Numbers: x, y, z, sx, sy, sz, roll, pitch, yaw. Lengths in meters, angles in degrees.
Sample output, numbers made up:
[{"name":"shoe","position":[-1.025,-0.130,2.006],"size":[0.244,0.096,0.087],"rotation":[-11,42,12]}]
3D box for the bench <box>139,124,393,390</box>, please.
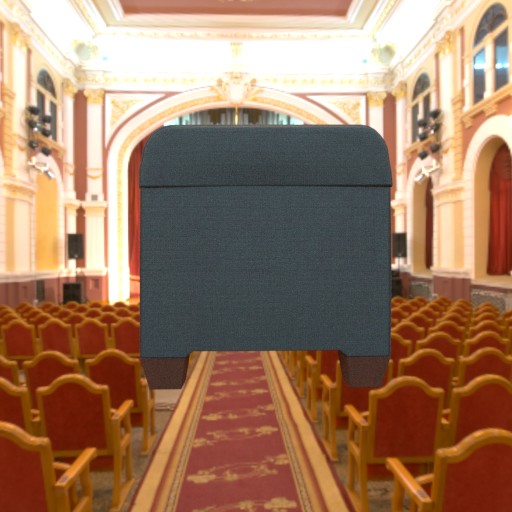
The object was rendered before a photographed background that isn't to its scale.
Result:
[{"name":"bench","position":[0.000,0.000,1.251],"size":[0.476,0.474,0.995],"rotation":[0,0,-2]}]
